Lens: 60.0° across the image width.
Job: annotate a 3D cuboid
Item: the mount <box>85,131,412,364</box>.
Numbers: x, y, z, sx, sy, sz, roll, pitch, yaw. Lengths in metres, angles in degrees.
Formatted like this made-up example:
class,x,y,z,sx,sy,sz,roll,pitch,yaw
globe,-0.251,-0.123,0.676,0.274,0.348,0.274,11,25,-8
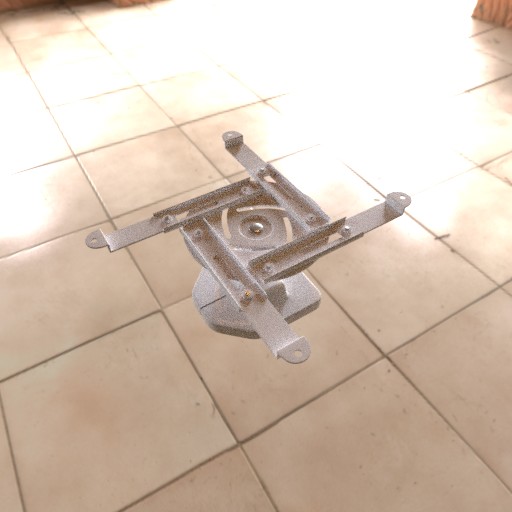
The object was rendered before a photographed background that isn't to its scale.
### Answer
class,x,y,z,sx,sy,sz,roll,pitch,yaw
mount,0.000,0.000,0.612,0.394,0.141,0.394,-25,51,-21
